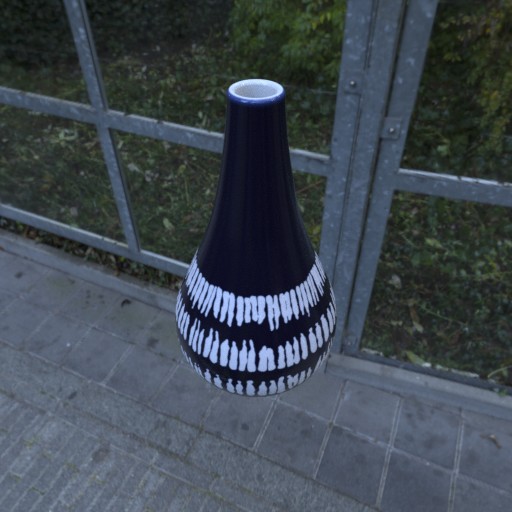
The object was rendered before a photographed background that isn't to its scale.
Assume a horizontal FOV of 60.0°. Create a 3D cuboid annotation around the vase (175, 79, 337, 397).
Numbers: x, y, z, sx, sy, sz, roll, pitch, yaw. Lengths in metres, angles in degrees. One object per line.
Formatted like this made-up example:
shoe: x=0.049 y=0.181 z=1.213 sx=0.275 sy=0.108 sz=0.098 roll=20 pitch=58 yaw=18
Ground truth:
vase: x=0.000 y=0.000 z=0.391 sx=0.159 sy=0.295 sz=0.159 roll=0 pitch=41 yaw=0
